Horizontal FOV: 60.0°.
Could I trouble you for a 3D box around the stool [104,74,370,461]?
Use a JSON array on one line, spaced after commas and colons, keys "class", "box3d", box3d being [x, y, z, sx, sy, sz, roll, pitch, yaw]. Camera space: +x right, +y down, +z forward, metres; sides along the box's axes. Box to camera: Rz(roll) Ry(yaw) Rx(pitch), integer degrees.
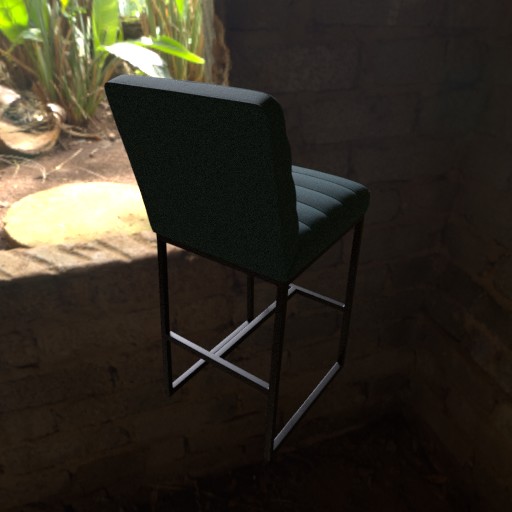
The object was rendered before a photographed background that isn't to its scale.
[{"class": "stool", "box3d": [0.000, 0.000, 1.324, 0.460, 1.040, 0.560, 20, 36, 31]}]
